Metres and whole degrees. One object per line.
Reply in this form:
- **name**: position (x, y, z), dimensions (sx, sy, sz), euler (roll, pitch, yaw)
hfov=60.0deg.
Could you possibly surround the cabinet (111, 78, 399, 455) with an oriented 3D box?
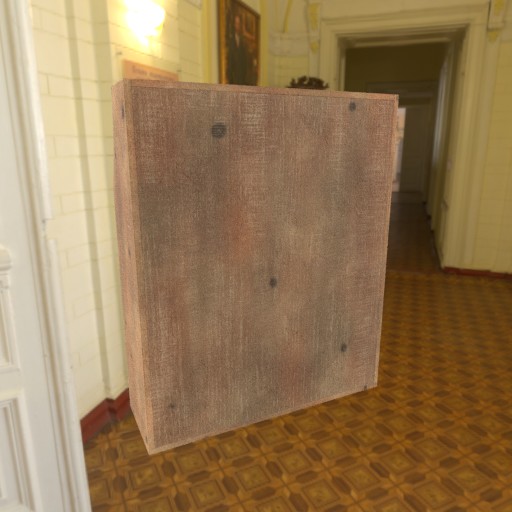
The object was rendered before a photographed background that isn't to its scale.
- **cabinet**: position (0.000, 0.000, 0.852), dimensions (0.489, 0.590, 0.184), euler (-7, 16, -25)
